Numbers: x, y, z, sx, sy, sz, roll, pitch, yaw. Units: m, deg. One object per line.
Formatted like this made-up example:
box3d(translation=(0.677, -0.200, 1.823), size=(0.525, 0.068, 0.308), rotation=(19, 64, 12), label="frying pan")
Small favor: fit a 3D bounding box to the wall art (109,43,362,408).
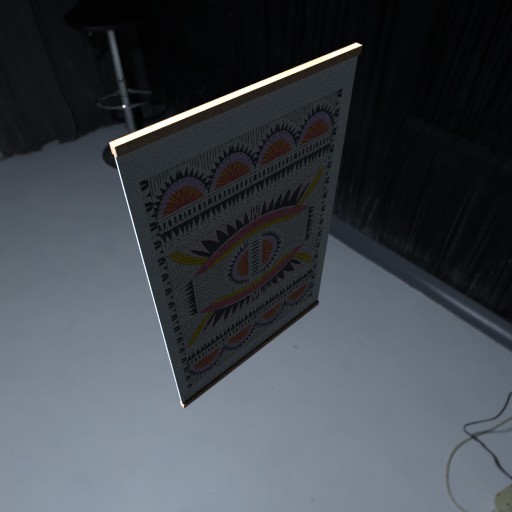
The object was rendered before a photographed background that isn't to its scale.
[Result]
box3d(translation=(0.000, 0.000, 1.934), size=(0.999, 1.533, 0.028), rotation=(-33, 55, -27), label="wall art")
